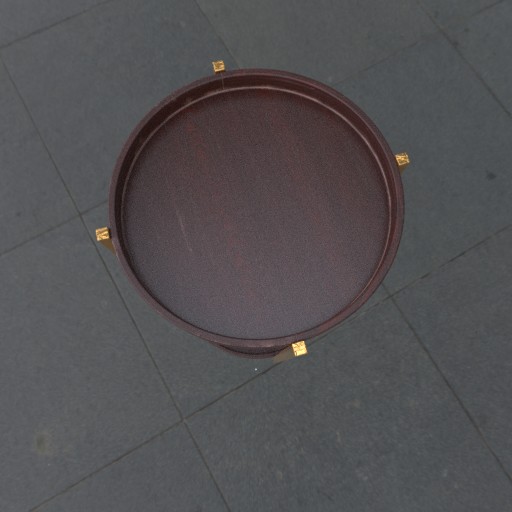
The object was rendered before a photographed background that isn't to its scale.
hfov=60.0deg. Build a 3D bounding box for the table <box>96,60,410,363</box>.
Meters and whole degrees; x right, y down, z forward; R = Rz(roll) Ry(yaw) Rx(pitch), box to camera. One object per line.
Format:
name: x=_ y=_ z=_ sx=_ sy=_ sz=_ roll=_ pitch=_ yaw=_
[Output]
table: x=0.000 y=0.000 z=0.844 sx=0.400 sy=0.610 sz=0.400 roll=-15 pitch=76 yaw=-4
